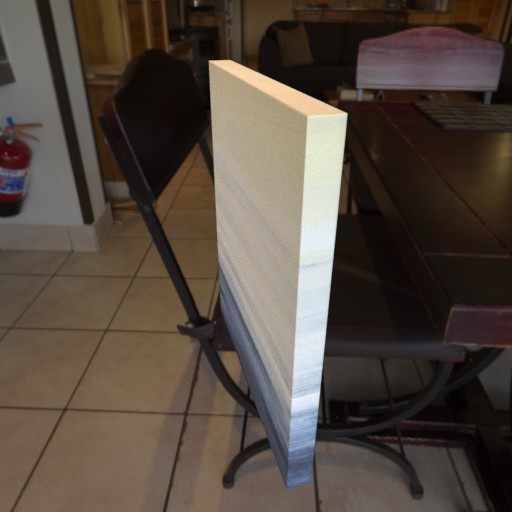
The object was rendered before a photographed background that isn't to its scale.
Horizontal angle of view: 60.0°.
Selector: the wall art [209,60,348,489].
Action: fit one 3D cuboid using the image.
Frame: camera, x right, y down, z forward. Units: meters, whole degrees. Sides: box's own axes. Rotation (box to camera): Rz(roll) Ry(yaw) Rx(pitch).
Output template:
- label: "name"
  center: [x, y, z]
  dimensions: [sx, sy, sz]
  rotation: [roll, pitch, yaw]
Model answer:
- label: "wall art"
  center: [0.000, 0.000, 0.682]
  dimensions: [0.037, 0.511, 0.435]
  rotation: [-8, 31, -14]
